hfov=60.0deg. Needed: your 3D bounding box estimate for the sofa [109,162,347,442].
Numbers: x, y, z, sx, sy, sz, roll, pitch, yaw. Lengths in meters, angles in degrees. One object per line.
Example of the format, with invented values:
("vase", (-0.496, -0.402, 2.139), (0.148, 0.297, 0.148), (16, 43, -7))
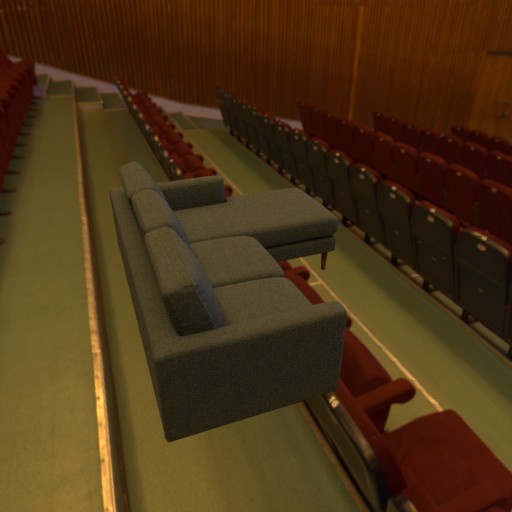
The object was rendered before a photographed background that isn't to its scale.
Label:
("sofa", (0.000, 0.000, 2.980), (1.667, 0.957, 2.055), (-11, 31, -18))
